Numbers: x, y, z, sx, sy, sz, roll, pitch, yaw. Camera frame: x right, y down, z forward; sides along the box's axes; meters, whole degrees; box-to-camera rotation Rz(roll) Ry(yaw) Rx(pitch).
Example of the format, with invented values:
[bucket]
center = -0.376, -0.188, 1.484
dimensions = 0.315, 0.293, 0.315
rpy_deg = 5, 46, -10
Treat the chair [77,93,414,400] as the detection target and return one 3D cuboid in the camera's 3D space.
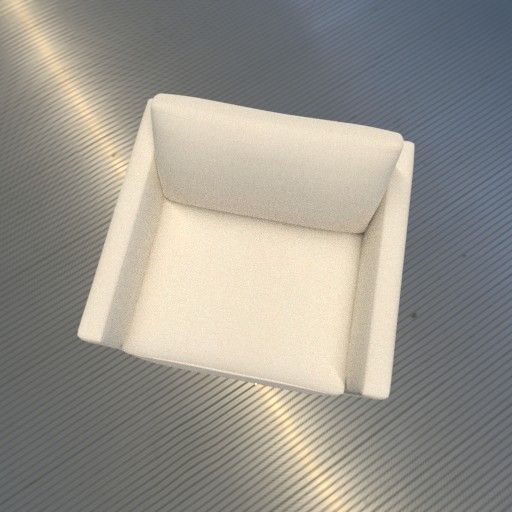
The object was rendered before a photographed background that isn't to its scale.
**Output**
[chair]
center = 0.000, 0.000, 1.609
dimensions = 0.964, 0.806, 0.875
rpy_deg = 10, 74, 3
